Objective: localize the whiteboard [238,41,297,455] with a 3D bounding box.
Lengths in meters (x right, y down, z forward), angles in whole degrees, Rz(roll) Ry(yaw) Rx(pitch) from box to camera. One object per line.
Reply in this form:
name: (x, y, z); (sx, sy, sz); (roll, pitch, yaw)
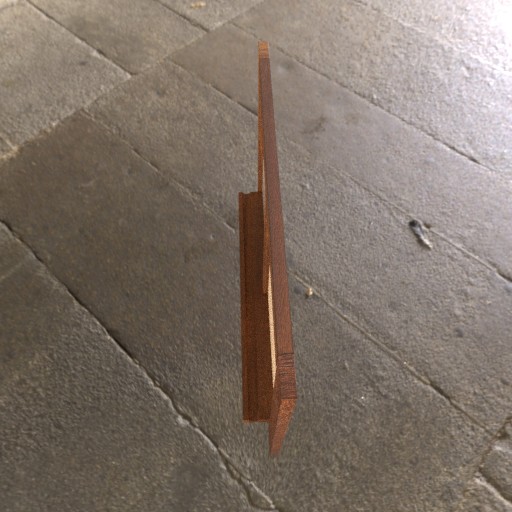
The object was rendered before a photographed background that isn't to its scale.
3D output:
whiteboard: (0.000, 0.000, 1.028); (0.083, 0.559, 0.783); (-2, 59, -1)
